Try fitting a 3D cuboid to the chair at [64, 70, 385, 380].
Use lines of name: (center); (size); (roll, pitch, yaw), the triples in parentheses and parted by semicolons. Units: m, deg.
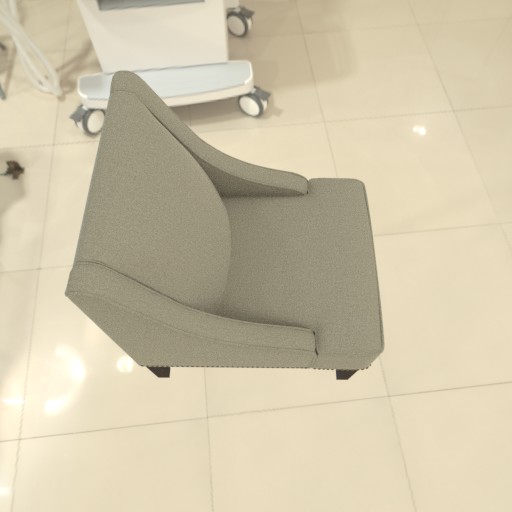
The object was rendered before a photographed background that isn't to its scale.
chair: (0.000, 0.000, 1.349); (0.737, 0.864, 0.610); (1, 64, 0)
